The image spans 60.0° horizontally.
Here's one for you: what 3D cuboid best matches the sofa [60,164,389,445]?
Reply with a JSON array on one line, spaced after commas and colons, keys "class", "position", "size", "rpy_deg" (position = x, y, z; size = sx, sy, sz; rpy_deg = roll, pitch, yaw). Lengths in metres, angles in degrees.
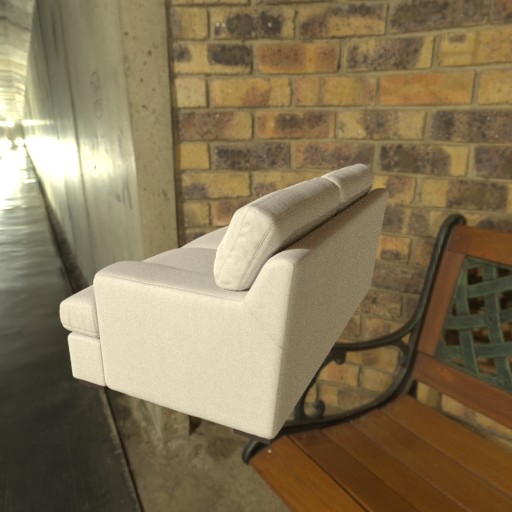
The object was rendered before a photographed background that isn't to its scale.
[{"class": "sofa", "position": [0.000, 0.000, 2.524], "size": [1.143, 0.940, 1.880], "rpy_deg": [8, 18, 24]}]
